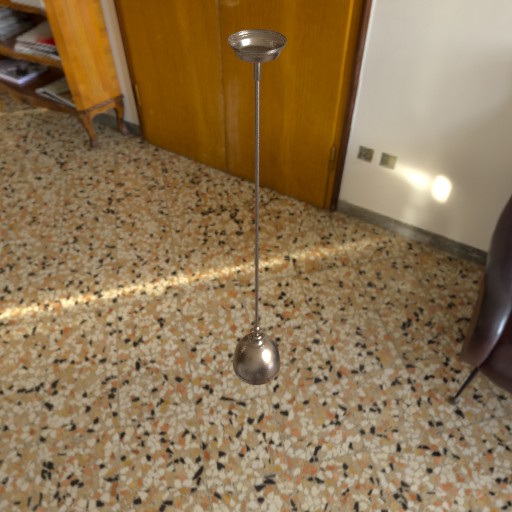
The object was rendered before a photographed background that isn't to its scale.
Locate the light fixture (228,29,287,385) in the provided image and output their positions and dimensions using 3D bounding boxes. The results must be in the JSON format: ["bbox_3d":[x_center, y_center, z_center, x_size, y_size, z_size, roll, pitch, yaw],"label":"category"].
[{"bbox_3d":[0.000,0.000,1.465,0.217,1.367,0.211,-3,46,-3],"label":"light fixture"}]
